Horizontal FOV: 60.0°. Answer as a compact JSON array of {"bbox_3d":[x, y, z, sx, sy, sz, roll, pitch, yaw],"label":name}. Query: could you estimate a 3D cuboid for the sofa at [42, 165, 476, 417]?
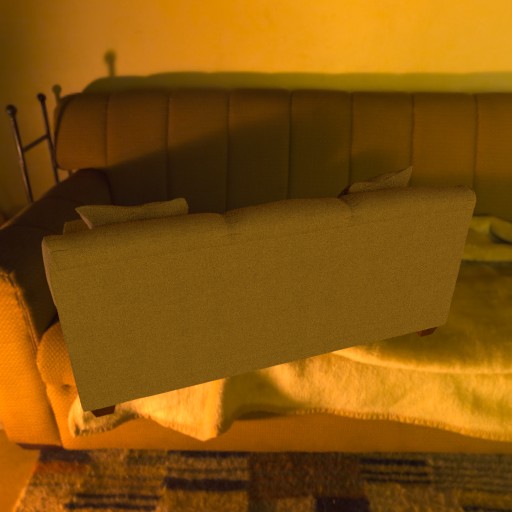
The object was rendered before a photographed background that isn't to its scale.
[{"bbox_3d":[0.000,0.000,2.506,2.024,0.958,0.997,-9,29,-17],"label":"sofa"}]
